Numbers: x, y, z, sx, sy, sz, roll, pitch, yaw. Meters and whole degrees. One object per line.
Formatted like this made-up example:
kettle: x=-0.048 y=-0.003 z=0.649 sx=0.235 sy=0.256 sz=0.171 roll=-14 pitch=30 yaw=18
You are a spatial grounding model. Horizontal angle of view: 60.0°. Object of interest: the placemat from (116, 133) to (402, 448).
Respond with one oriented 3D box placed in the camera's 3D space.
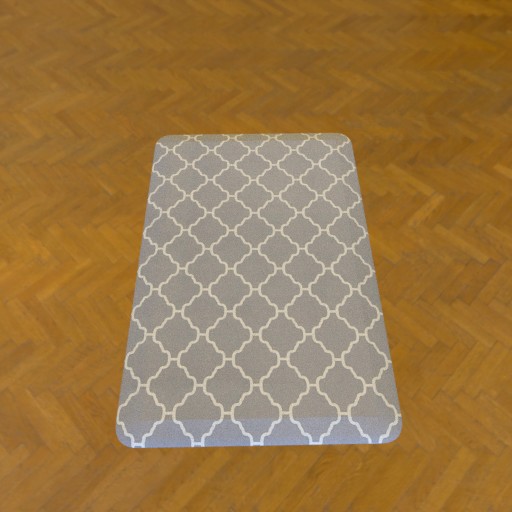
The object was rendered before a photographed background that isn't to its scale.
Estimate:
placemat: x=0.000 y=0.000 z=0.960 sx=0.508 sy=0.021 sz=0.762 roll=-1 pitch=58 yaw=-1
